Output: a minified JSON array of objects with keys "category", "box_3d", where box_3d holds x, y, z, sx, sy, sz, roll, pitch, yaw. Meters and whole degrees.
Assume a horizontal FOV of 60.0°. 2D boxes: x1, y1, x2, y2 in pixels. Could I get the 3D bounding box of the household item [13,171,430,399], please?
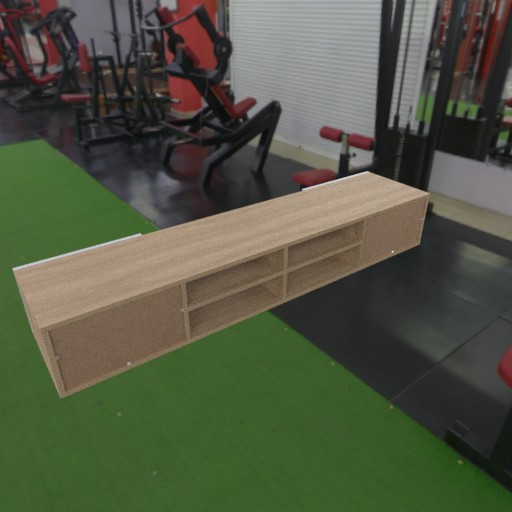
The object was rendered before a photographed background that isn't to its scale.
[{"category":"household item","box_3d":[0.000,0.000,1.987,1.850,0.310,0.420,-19,35,-30]}]
